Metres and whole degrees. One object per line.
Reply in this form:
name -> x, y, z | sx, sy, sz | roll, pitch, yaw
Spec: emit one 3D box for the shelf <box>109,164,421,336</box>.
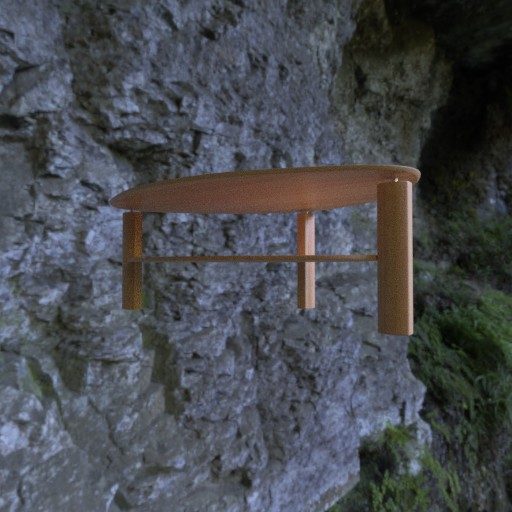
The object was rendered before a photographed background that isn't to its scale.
shelf -> 0.000, 0.000, 1.639 | 1.246, 0.440, 0.845 | -1, -2, 37
